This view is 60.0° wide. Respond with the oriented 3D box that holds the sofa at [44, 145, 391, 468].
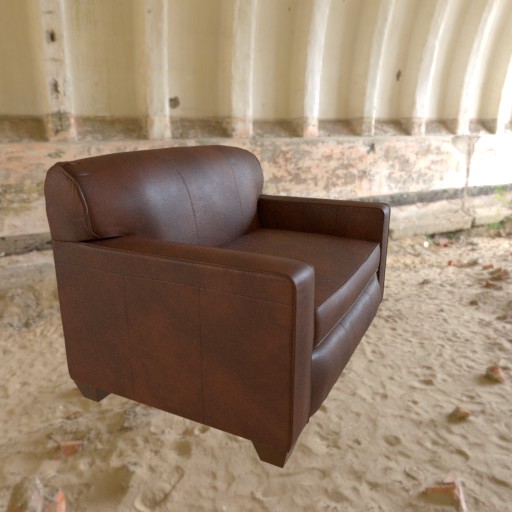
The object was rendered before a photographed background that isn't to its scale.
[{"bbox_3d":[0.000,0.000,2.017,1.000,0.956,1.413,8,18,26],"label":"sofa"}]
